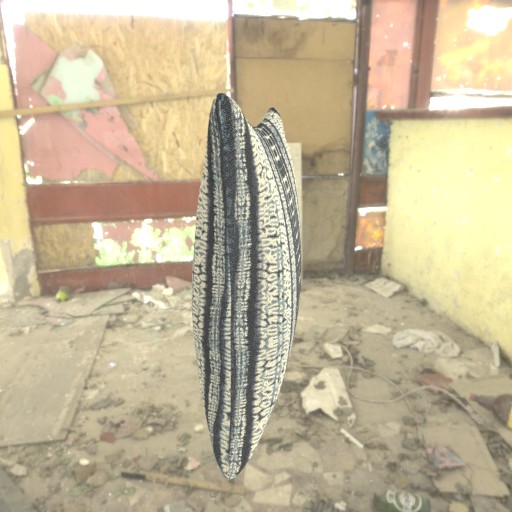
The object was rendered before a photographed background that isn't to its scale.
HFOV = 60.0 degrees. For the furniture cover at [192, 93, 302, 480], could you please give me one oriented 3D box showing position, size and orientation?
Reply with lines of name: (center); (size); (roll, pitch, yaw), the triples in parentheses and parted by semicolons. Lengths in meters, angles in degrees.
furniture cover: (0.000, 0.000, 0.662); (0.133, 0.435, 0.425); (2, 17, 8)
